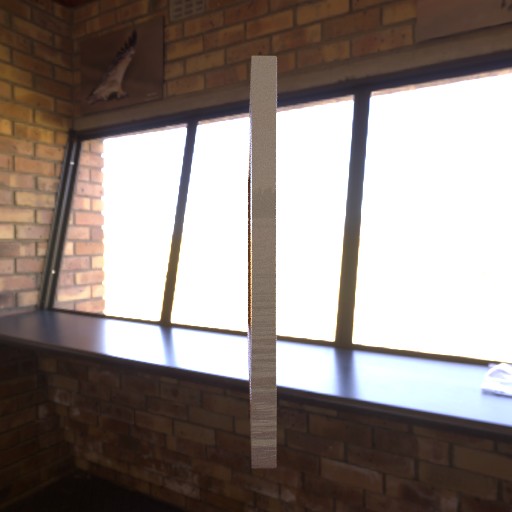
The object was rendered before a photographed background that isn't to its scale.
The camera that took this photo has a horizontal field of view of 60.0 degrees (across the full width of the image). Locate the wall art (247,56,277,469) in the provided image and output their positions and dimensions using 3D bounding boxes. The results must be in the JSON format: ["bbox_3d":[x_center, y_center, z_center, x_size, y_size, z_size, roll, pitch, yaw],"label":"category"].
[{"bbox_3d":[0.000,0.000,1.109,0.037,0.609,0.916,0,2,-2],"label":"wall art"}]
